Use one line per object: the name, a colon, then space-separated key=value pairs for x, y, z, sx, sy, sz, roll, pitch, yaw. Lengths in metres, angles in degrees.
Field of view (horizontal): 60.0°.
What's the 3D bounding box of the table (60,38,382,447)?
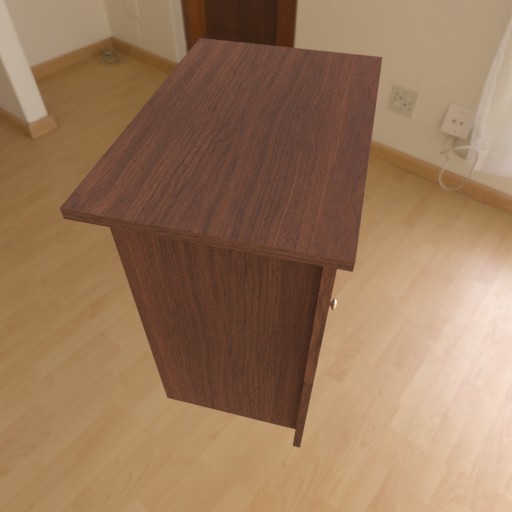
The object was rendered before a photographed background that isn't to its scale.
table: x=0.000 y=0.000 z=1.028 sx=0.406 sy=0.711 sz=0.589 roll=10 pitch=48 yaw=9
